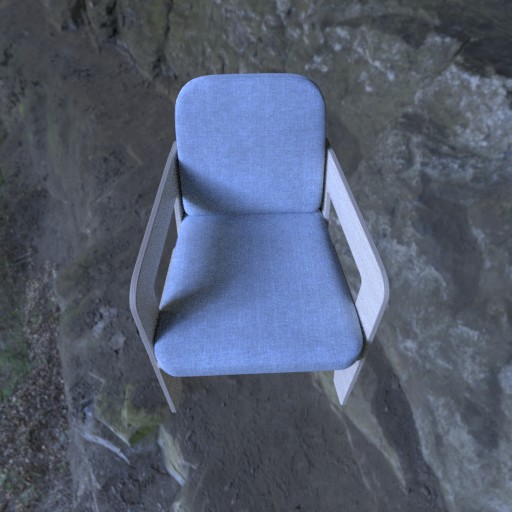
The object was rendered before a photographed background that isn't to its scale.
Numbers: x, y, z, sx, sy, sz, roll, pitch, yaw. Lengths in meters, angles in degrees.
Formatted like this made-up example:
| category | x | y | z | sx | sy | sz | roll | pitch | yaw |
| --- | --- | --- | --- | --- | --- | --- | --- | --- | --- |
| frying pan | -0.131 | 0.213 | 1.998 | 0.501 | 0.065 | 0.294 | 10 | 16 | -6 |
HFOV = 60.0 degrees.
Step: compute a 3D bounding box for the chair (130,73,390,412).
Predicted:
| category | x | y | z | sx | sy | sz | roll | pitch | yaw |
| --- | --- | --- | --- | --- | --- | --- | --- | --- | --- |
| chair | 0.000 | 0.000 | 1.307 | 0.590 | 0.800 | 0.710 | -2 | 47 | -2 |
